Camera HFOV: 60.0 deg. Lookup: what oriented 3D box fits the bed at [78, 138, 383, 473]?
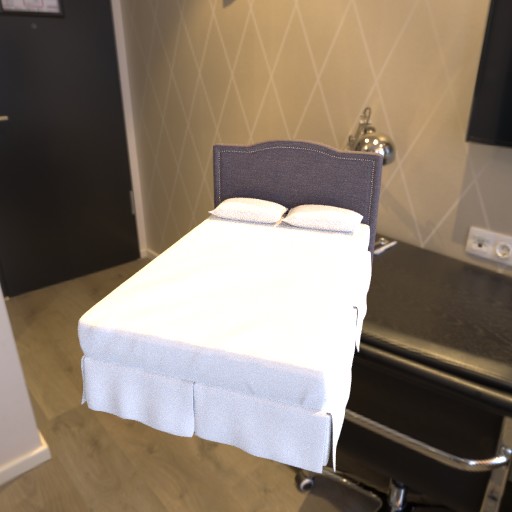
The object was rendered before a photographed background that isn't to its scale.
[{"bbox_3d":[0.000,0.000,3.514,1.741,1.441,2.507,8,25,17],"label":"bed"}]
